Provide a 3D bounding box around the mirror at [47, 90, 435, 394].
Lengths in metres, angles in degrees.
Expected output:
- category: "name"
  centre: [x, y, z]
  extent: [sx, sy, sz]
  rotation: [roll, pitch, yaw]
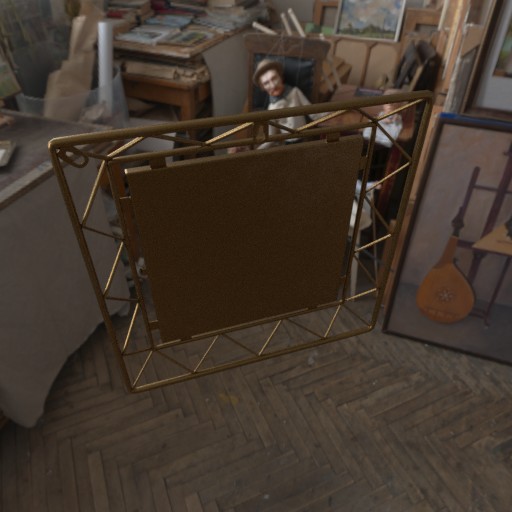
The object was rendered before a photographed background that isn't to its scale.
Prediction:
- category: "mirror"
  centre: [0.000, 0.000, 0.597]
  extent: [0.416, 0.414, 0.046]
  rotation: [-12, 42, -13]
